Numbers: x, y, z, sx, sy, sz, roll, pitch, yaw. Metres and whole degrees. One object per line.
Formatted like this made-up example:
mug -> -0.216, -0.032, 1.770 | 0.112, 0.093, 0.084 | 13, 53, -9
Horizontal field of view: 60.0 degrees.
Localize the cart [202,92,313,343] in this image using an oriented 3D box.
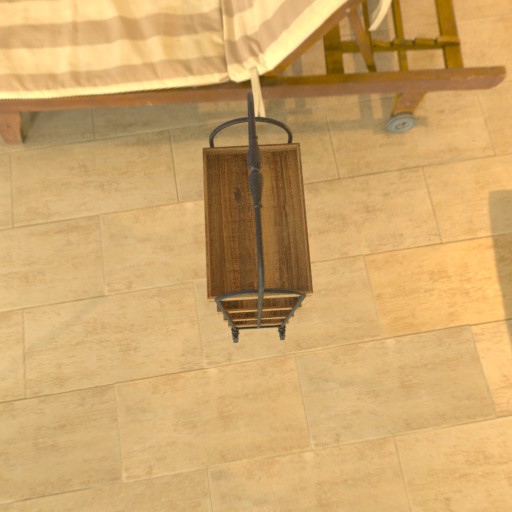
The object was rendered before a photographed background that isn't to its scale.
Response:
cart -> 0.000, 0.000, 1.706 | 0.308, 1.481, 0.581 | -3, 76, -1
